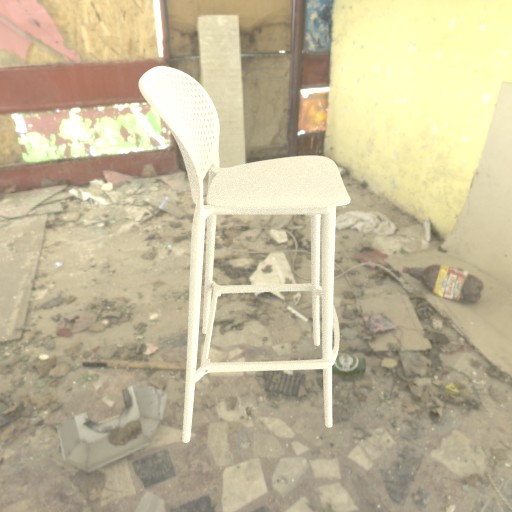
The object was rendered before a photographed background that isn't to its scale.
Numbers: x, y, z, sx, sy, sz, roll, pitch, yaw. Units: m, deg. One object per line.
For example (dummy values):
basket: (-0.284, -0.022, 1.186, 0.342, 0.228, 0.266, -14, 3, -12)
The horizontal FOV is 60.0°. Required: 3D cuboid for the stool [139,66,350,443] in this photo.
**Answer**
stool: (0.000, 0.000, 1.340, 0.535, 1.045, 0.536, 1, 31, 1)
